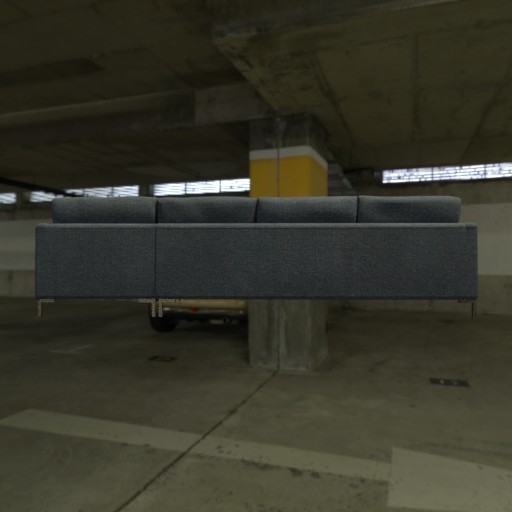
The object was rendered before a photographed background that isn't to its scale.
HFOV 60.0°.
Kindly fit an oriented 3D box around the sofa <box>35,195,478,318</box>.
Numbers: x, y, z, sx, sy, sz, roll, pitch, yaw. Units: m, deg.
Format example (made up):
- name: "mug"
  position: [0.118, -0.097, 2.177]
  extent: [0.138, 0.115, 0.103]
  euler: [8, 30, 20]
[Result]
- name: "sofa"
  position: [0.000, 0.000, 3.533]
  extent: [2.932, 0.810, 1.350]
  euler: [0, 0, 1]
